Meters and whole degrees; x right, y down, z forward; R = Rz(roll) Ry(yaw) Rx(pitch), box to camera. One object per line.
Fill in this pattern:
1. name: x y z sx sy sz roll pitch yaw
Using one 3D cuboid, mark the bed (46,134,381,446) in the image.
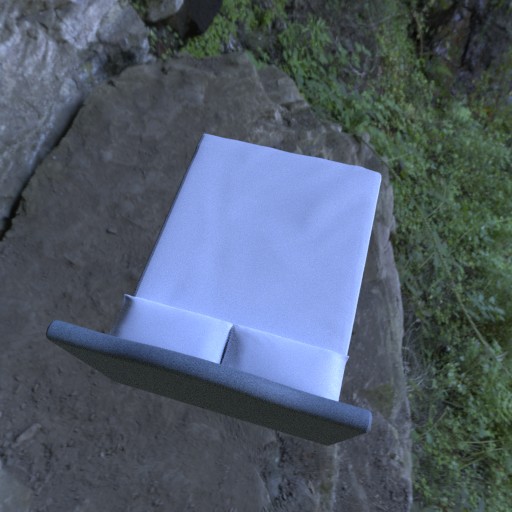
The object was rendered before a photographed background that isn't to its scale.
1. bed: 0.000 0.000 3.259 1.753 1.460 2.143 14 65 7
